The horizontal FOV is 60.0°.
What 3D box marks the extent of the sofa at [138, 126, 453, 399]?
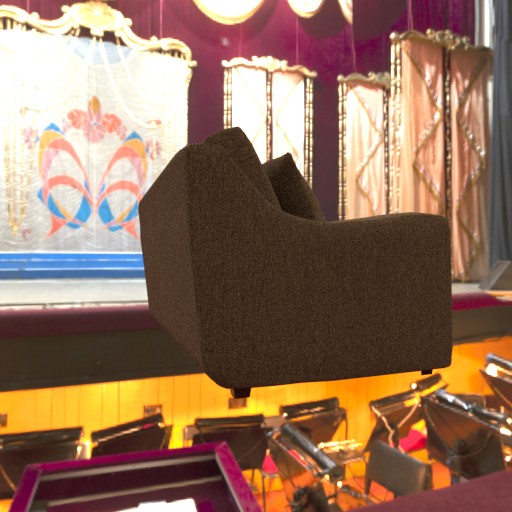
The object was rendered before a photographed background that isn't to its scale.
[{"bbox_3d":[0.000,0.000,2.417,1.120,0.991,1.778,0,0,-20],"label":"sofa"}]
